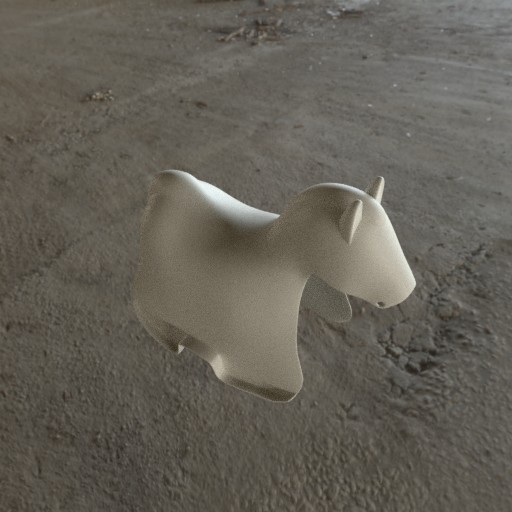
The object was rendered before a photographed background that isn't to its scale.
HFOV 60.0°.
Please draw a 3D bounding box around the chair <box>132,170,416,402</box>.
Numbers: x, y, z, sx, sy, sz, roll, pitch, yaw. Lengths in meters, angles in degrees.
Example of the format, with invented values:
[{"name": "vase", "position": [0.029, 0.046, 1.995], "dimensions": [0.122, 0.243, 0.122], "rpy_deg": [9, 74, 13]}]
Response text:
[{"name": "chair", "position": [0.000, 0.000, 1.165], "dimensions": [0.800, 0.612, 0.429], "rpy_deg": [25, 47, 26]}]
